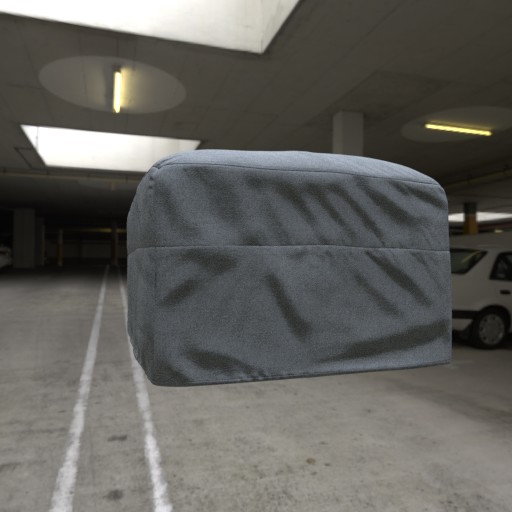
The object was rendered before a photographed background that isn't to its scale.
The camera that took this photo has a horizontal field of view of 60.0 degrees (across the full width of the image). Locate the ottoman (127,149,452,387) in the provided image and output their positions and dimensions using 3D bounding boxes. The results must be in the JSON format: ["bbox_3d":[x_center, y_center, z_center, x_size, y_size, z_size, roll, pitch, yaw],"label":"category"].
[{"bbox_3d":[0.000,0.000,1.241,0.683,0.481,0.837,0,-2,-18],"label":"ottoman"}]
